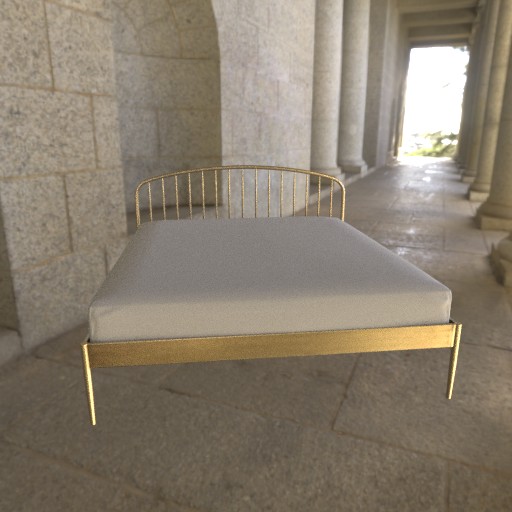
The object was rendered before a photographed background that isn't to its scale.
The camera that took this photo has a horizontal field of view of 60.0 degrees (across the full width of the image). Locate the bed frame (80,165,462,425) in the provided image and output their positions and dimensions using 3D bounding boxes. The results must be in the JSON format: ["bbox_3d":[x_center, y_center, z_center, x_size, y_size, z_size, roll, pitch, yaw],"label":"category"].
[{"bbox_3d":[0.000,0.000,3.298,2.016,1.174,2.152,-2,16,-7],"label":"bed frame"}]
